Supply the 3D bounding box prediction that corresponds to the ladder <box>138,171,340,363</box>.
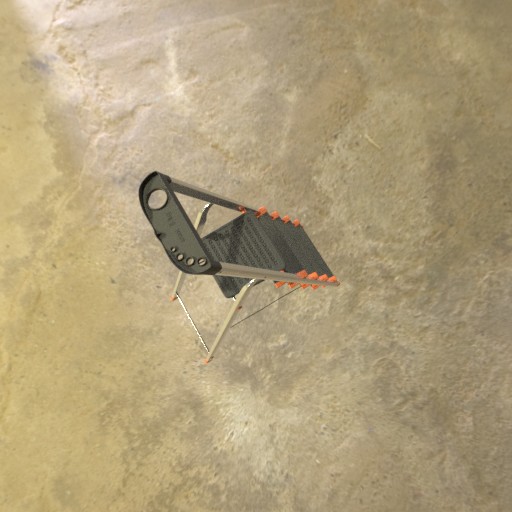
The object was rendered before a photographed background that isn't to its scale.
[{"bbox_3d":[0.000,0.000,2.072,0.995,1.646,0.480,-29,76,-8],"label":"ladder"}]
